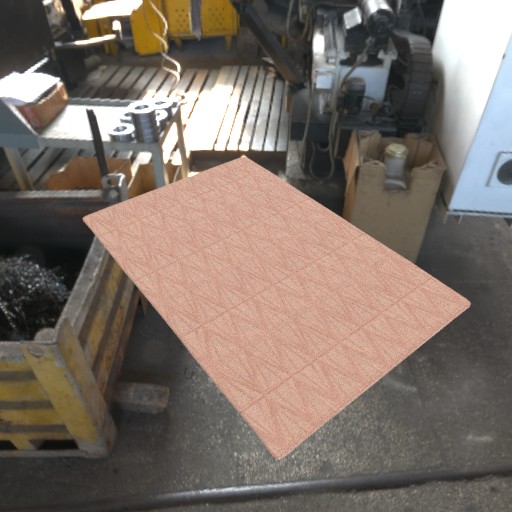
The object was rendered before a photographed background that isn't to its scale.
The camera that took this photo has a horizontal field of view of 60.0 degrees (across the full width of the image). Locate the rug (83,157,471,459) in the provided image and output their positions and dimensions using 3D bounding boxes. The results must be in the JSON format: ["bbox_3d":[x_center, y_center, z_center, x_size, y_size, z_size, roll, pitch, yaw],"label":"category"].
[{"bbox_3d":[0.000,0.000,3.122,1.609,0.015,2.390,-27,48,-28],"label":"rug"}]
